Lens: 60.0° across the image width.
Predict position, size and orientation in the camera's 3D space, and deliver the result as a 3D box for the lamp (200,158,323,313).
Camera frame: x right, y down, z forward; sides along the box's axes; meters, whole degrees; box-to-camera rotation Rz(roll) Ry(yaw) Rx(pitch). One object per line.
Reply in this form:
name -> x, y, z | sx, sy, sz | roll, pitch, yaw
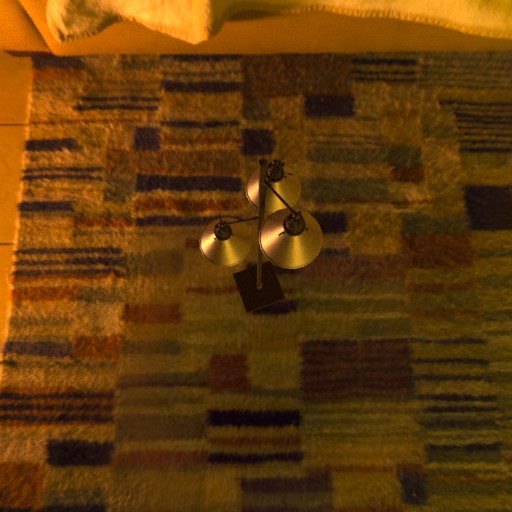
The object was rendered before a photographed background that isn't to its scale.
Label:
lamp -> 0.000, 0.000, 1.917 | 0.415, 1.716, 0.428 | -20, 77, -5
